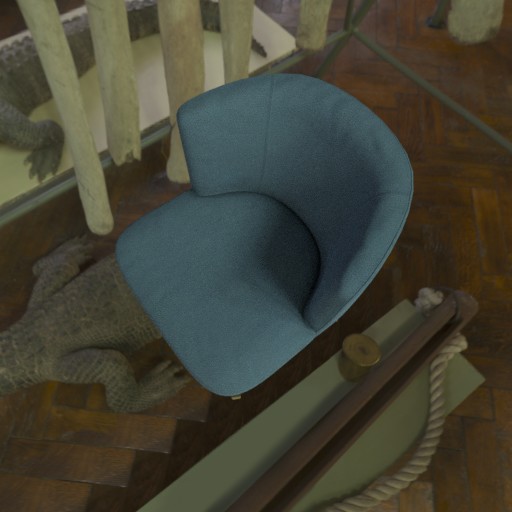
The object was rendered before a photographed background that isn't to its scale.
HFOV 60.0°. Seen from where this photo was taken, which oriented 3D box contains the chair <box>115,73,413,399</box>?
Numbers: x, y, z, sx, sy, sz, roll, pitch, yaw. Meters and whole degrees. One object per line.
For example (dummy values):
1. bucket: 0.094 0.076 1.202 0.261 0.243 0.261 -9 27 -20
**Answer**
1. chair: 0.000 0.000 1.318 0.702 0.760 0.661 -35 68 -16
